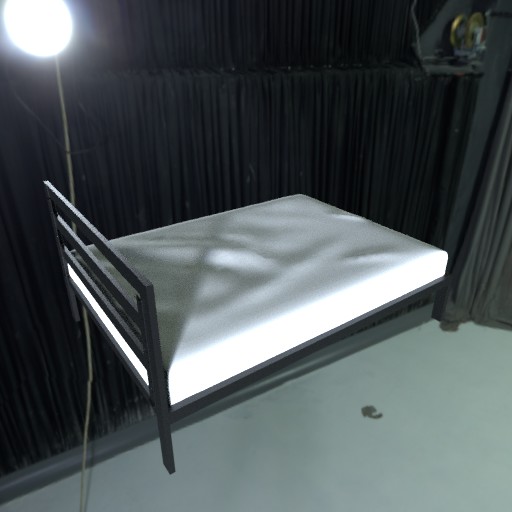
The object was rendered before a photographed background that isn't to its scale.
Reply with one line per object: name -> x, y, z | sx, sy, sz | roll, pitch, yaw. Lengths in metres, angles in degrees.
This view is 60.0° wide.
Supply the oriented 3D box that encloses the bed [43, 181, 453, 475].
bed -> 0.000, 0.000, 2.838 | 2.062, 0.967, 1.524 | -18, 31, -31
